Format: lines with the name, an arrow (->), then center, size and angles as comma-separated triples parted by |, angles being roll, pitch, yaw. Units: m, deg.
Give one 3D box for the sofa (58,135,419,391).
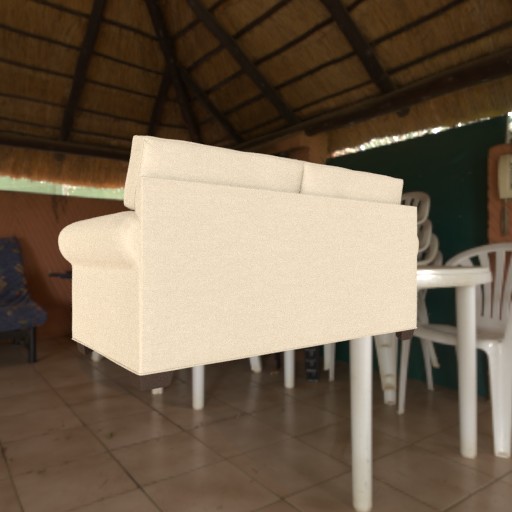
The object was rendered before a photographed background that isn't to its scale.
sofa -> 0.000, 0.000, 2.334 | 1.774, 0.933, 0.861 | 0, 0, -37
